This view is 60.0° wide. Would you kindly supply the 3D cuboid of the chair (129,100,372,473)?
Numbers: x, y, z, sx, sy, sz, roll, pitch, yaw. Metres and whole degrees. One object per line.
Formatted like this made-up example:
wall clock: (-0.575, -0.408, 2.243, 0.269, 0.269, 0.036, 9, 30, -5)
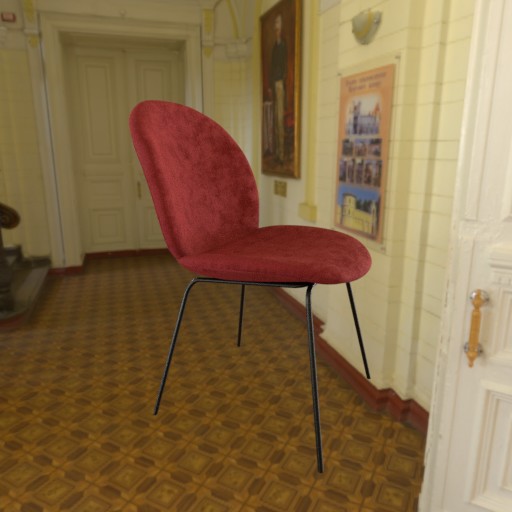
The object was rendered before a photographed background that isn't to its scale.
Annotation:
chair: (0.000, 0.000, 1.163, 0.587, 0.791, 0.458, 7, 16, 26)
